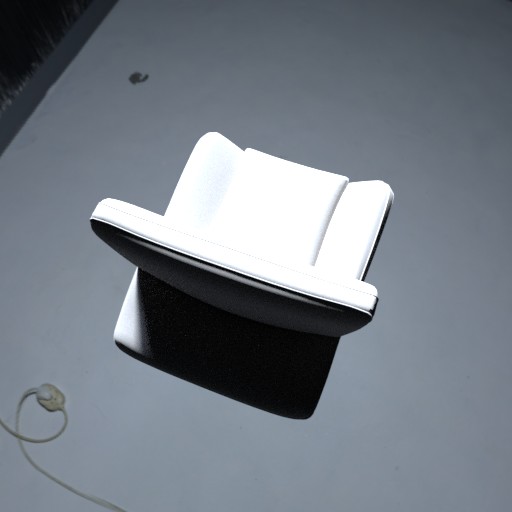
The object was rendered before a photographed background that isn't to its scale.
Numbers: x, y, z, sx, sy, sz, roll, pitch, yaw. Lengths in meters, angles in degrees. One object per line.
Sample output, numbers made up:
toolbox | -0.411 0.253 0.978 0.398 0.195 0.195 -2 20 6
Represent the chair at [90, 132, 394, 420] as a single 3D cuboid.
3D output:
chair | 0.000 0.000 1.677 0.859 0.855 1.008 19 65 9
